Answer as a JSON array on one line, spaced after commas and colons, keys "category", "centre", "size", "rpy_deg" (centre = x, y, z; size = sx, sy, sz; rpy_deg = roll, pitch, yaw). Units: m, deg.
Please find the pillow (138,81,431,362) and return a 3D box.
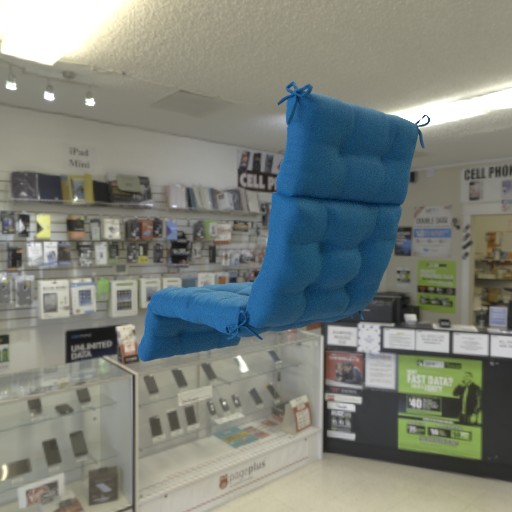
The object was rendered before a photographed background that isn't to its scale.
[{"category": "pillow", "centre": [0.000, 0.000, 1.541], "size": [0.526, 0.863, 1.016], "rpy_deg": [-1, 2, -37]}]
